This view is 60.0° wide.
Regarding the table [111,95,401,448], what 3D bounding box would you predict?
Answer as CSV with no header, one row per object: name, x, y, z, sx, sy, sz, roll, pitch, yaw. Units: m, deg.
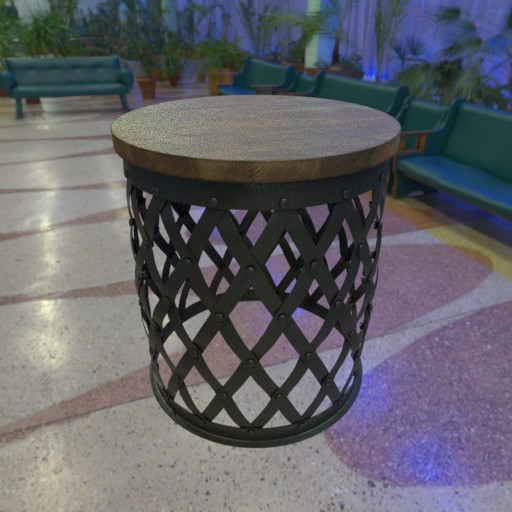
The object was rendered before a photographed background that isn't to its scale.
table,0.000,0.000,0.751,0.405,0.454,0.405,0,29,0
